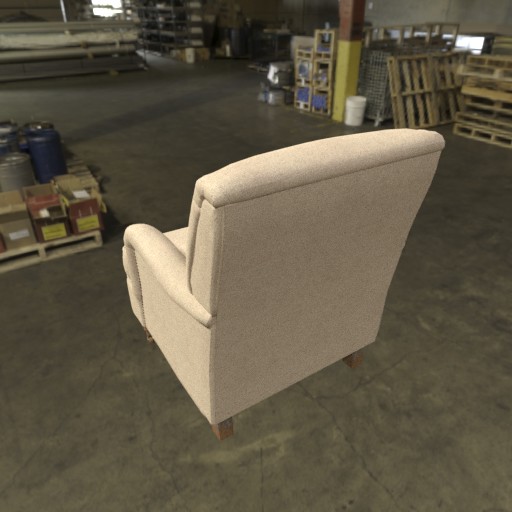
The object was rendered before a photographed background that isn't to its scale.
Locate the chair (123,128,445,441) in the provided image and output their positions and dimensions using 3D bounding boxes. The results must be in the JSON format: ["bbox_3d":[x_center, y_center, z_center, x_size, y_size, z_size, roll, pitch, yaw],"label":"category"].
[{"bbox_3d":[0.000,0.000,1.808,0.879,1.119,0.953,-18,35,-29],"label":"chair"}]
